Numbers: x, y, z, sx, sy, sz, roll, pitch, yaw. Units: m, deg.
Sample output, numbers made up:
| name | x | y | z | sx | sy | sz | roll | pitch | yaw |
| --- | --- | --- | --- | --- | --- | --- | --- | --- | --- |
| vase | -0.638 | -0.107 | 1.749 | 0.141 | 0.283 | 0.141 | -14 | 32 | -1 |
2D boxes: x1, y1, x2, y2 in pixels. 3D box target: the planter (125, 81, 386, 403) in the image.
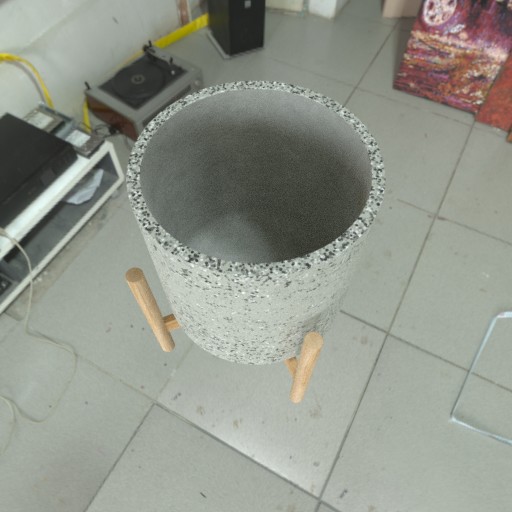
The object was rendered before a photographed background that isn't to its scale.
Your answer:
| name | x | y | z | sx | sy | sz | roll | pitch | yaw |
| --- | --- | --- | --- | --- | --- | --- | --- | --- | --- |
| planter | 0.000 | 0.000 | 0.702 | 0.360 | 0.419 | 0.360 | -1 | 59 | -1 |
